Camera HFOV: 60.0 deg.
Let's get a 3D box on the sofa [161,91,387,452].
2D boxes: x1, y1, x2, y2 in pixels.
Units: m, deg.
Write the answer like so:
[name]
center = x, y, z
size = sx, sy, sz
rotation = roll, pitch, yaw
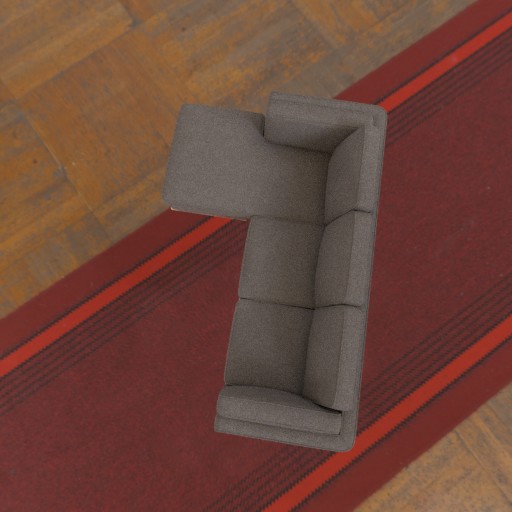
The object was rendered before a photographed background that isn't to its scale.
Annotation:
[sofa]
center = 0.000, 0.000, 3.268
size = 1.604, 0.929, 2.411
rotation = 9, 77, 2
